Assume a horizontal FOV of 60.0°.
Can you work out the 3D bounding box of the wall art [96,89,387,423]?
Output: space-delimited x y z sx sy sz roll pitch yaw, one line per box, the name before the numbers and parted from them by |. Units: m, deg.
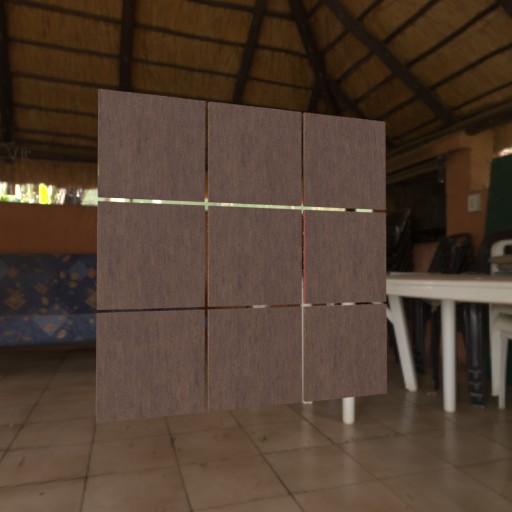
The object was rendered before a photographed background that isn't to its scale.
wall art | 0.000 0.000 1.357 0.915 0.914 0.013 0 -1 -18
